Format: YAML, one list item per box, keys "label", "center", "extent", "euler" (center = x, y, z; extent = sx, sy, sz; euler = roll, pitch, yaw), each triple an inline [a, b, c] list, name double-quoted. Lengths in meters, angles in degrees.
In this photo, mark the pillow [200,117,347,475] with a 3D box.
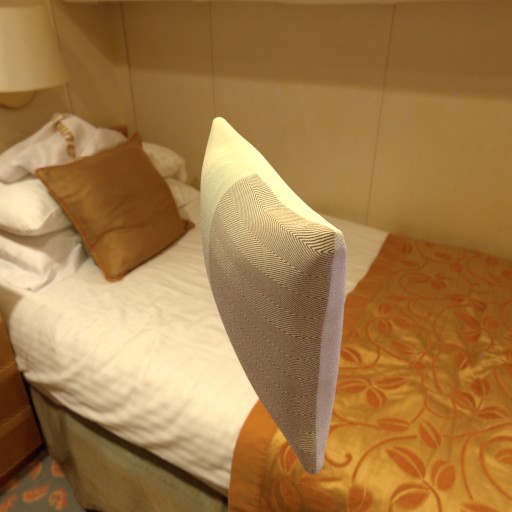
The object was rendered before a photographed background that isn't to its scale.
- label: "pillow"
  center: [0.000, 0.000, 0.642]
  extent: [0.139, 0.305, 0.506]
  euler: [-8, 30, -13]
